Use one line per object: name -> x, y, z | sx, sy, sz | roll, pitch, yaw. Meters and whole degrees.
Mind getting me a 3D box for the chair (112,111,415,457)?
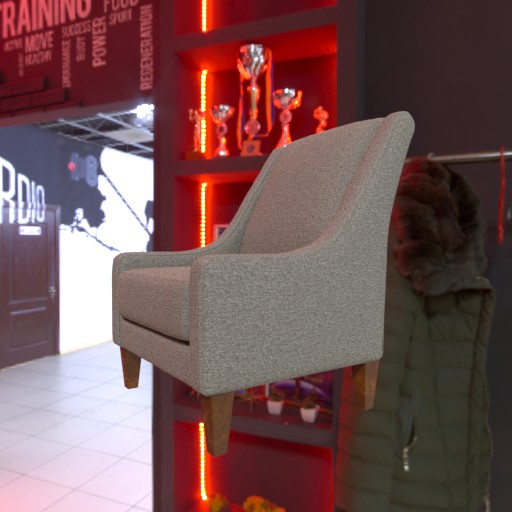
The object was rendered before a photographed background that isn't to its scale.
chair -> 0.000, 0.000, 1.631 | 0.870, 1.016, 0.774 | -1, 1, -35
